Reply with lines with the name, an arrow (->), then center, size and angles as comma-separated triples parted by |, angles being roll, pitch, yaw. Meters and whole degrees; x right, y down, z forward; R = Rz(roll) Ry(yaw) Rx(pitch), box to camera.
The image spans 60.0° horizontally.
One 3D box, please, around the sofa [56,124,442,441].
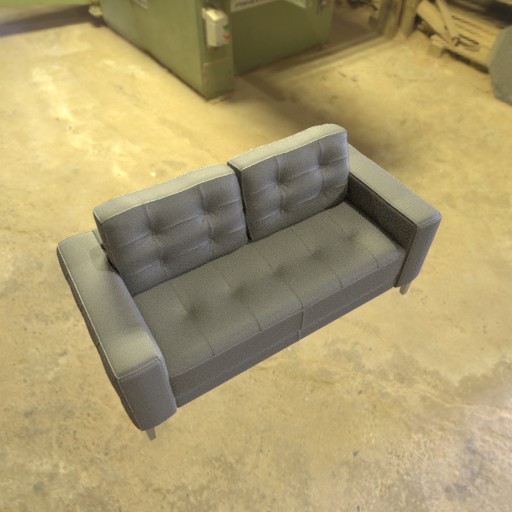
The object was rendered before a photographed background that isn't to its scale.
sofa -> 0.000, 0.000, 2.255 | 1.726, 0.893, 0.833 | -25, 52, -21
